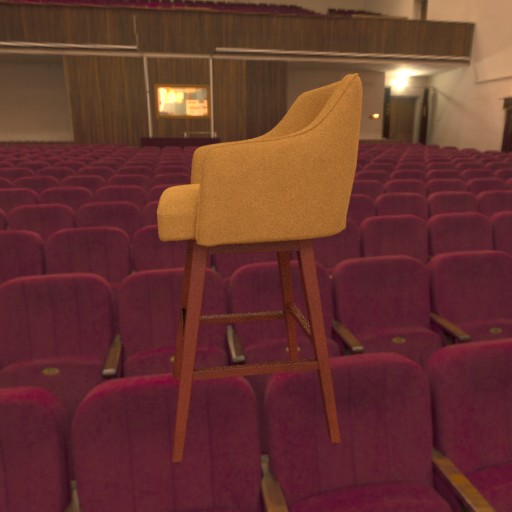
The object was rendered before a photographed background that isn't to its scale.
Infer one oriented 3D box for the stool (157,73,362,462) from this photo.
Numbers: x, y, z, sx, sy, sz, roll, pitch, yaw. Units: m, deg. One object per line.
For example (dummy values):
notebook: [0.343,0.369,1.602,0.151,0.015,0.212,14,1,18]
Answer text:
stool: [0.000,0.000,1.346,0.558,1.012,0.548,-2,14,-10]
